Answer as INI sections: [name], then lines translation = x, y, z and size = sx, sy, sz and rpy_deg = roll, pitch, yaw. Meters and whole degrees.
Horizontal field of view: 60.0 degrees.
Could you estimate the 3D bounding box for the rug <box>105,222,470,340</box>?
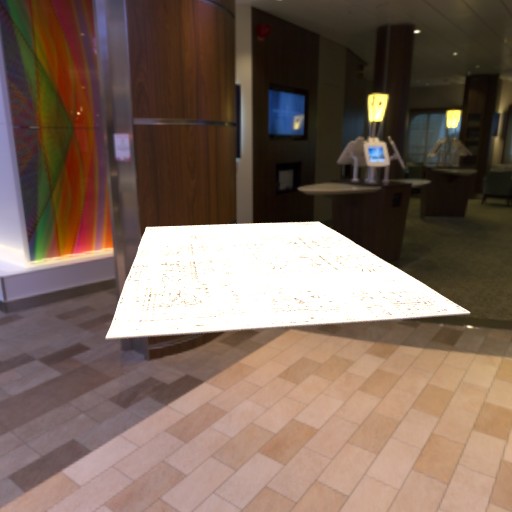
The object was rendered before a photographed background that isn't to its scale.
[rug]
translation = 0.000, 0.000, 3.162
size = 1.706, 0.026, 2.438
rpy_deg = -2, 15, -9
